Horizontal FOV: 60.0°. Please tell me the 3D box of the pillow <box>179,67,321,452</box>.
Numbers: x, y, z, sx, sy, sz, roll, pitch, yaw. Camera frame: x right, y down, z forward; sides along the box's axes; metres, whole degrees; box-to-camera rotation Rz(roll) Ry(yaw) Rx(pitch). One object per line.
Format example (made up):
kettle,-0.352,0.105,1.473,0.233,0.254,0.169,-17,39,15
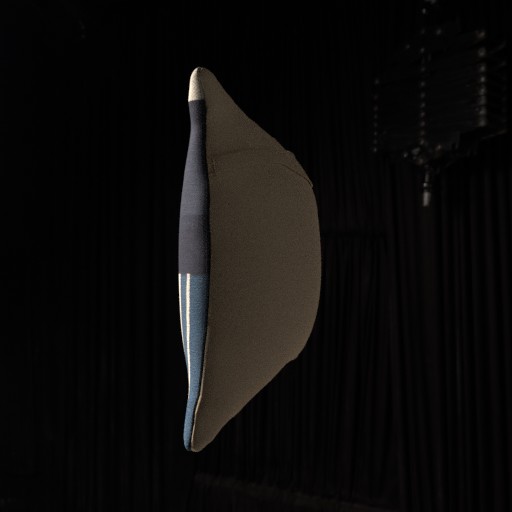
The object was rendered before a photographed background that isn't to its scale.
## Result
pillow,0.000,0.000,0.820,0.229,0.506,0.536,0,1,18
